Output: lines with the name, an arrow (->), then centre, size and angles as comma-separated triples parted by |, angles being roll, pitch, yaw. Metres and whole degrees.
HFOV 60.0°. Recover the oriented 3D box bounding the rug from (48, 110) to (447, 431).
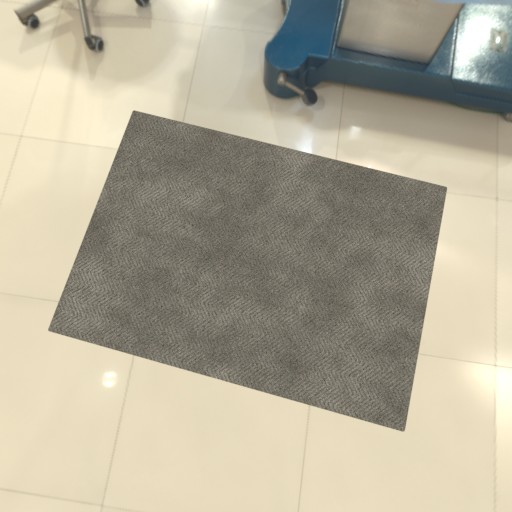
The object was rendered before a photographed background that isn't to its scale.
rug -> 0.000, 0.000, 2.864 | 2.235, 0.008, 1.600 | 15, 76, 4
